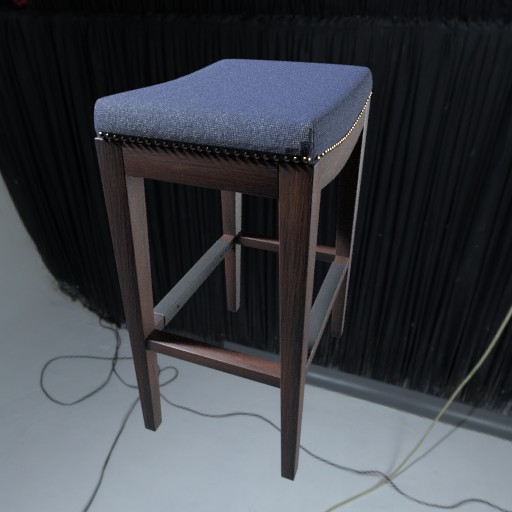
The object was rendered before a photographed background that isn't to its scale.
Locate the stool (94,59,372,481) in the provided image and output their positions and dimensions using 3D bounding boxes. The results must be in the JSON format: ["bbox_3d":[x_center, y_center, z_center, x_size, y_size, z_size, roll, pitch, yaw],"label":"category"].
[{"bbox_3d":[0.000,0.000,0.977,0.358,0.740,0.498,11,33,18],"label":"stool"}]
